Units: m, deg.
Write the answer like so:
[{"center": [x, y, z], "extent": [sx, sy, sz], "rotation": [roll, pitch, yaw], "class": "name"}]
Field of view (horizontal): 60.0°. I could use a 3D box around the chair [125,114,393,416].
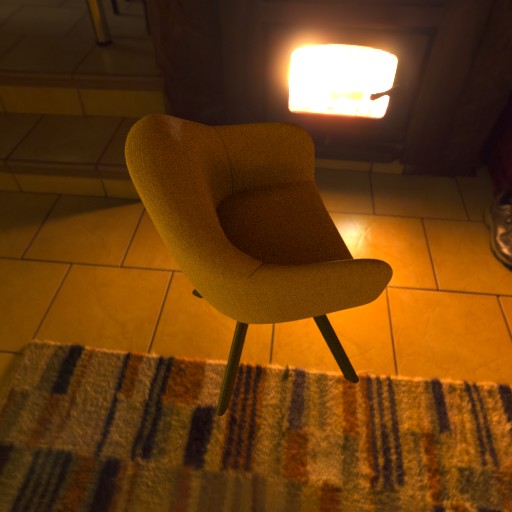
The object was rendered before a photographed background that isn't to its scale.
[{"center": [0.000, 0.000, 1.219], "extent": [0.550, 0.795, 0.590], "rotation": [-10, 48, -10], "class": "chair"}]
